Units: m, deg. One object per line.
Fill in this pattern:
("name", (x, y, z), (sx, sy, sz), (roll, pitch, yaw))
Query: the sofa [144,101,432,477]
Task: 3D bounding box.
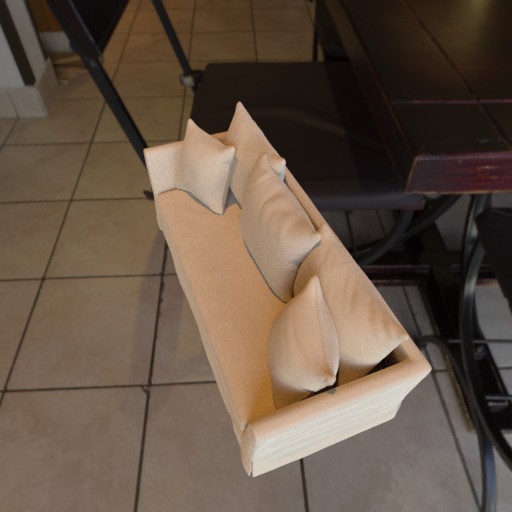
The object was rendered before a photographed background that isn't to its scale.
("sofa", (0.000, 0.000, 3.087), (1.046, 1.047, 2.499), (-16, 50, -14))
